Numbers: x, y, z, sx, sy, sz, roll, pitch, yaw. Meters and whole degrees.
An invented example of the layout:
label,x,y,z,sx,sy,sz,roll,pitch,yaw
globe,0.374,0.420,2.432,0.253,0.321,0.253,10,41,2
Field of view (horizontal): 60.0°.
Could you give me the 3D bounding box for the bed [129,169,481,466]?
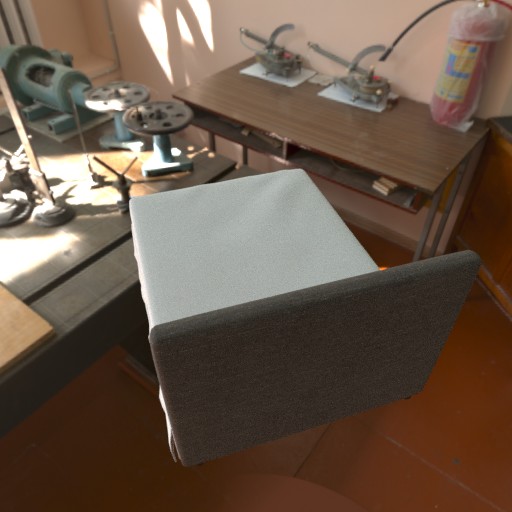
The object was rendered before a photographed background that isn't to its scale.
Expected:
label,x,y,z,sx,sy,sz,roll,pitch,yaw
bed,0.000,0.000,3.173,1.723,1.330,2.142,-12,44,-13
